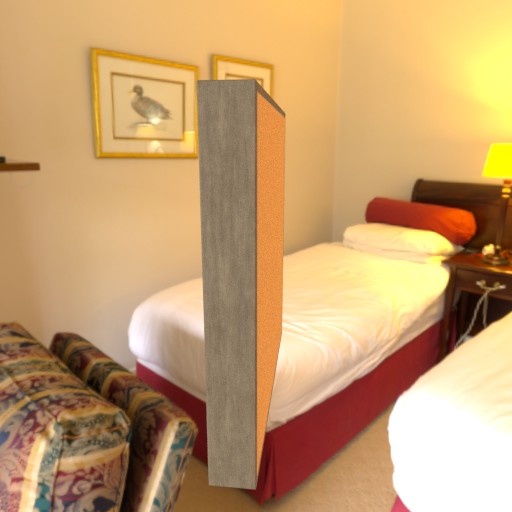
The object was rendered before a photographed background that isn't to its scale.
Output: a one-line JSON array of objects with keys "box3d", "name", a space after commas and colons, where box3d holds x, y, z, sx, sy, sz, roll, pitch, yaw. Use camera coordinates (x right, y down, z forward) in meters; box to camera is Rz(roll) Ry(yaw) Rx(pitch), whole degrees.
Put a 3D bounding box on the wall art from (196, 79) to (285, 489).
[{"box3d": [0.000, 0.000, 0.459, 0.038, 0.302, 0.303, 2, 14, 7], "name": "wall art"}]
